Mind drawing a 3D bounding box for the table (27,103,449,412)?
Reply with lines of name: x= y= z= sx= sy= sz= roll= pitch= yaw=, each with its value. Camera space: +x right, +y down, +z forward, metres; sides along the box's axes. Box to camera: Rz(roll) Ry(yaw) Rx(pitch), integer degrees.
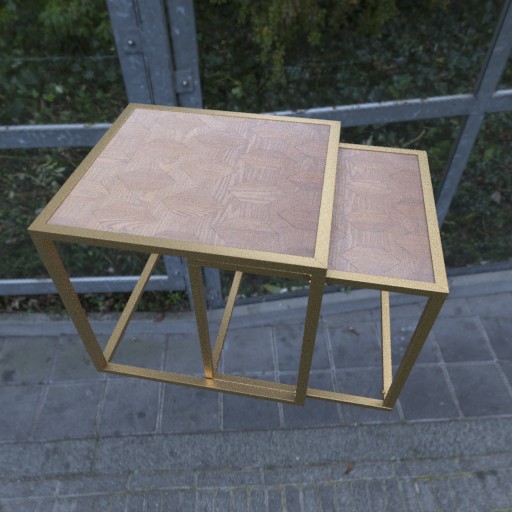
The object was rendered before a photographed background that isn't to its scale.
table: x=0.000 y=0.000 z=1.115 sx=0.762 sy=0.505 sz=0.505 roll=7 pitch=46 yaw=7
